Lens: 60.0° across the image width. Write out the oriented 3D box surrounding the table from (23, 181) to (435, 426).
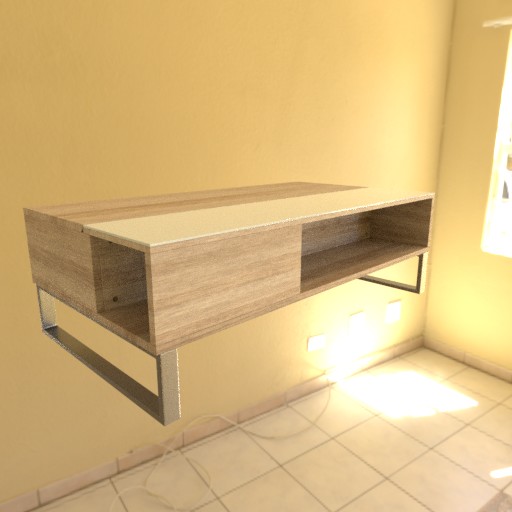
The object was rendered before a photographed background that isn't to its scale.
[{"bbox_3d":[0.000,0.000,1.358,0.600,0.350,1.100,14,20,43],"label":"table"}]
